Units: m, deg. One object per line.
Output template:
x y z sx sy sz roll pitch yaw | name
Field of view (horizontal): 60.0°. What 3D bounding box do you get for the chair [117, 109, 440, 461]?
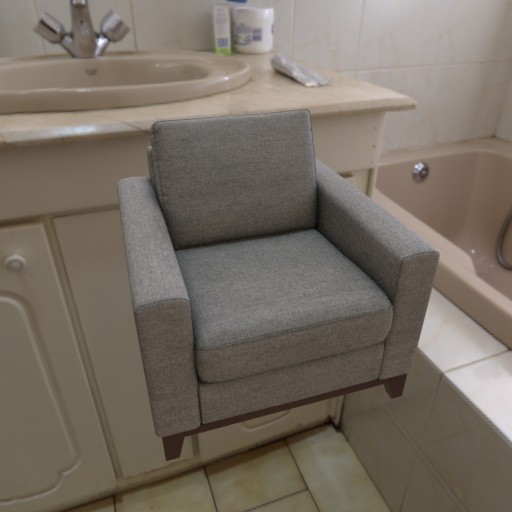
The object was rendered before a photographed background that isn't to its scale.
0.000 0.000 1.848 1.024 1.010 1.038 -9 32 -15 | chair
